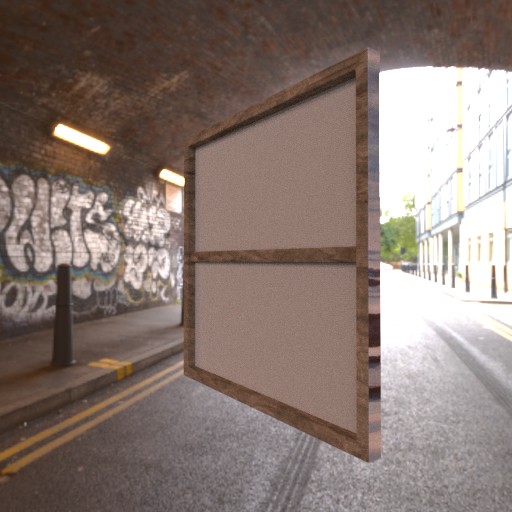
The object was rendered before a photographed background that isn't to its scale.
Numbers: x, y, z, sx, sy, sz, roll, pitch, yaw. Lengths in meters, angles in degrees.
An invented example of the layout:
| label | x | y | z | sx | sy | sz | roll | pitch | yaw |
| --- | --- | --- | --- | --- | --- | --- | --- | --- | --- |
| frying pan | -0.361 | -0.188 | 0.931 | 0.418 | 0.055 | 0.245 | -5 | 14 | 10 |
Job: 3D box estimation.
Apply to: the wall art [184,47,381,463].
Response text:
| label | x | y | z | sx | sy | sz | roll | pitch | yaw |
| --- | --- | --- | --- | --- | --- | --- | --- | --- | --- |
| wall art | 0.000 | 0.000 | 1.107 | 0.035 | 0.747 | 0.747 | 0 | -1 | -35 |
